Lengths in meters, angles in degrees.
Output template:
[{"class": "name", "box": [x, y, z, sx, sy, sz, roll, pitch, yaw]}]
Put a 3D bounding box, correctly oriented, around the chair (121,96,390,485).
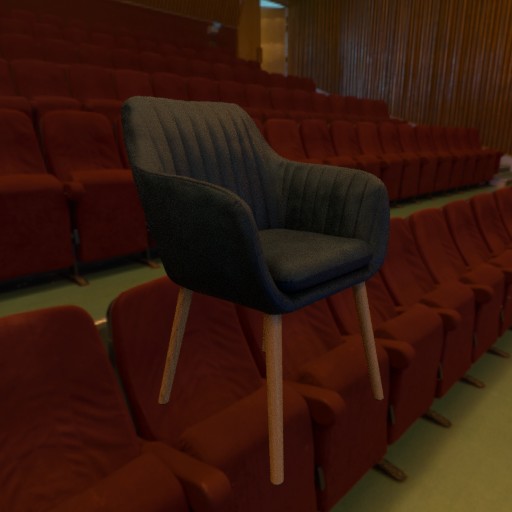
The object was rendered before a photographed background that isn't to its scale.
[{"class": "chair", "box": [0.000, 0.000, 1.190, 0.573, 0.826, 0.578, 14, 20, 42]}]
